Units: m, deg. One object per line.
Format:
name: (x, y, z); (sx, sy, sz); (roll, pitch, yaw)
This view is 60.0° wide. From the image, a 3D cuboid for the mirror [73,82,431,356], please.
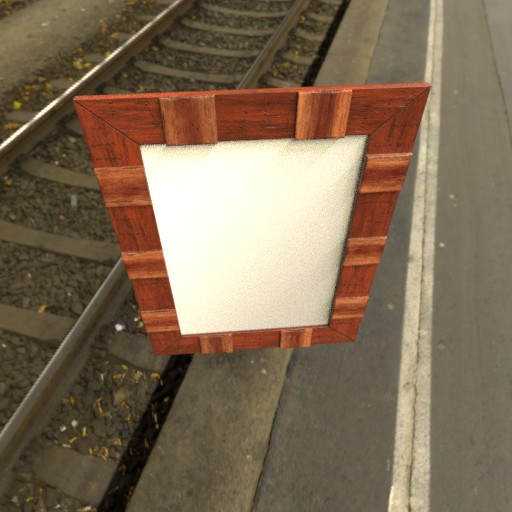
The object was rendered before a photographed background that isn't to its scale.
mirror: (0.000, 0.000, 1.036); (0.600, 0.805, 0.021); (-3, 47, -3)
